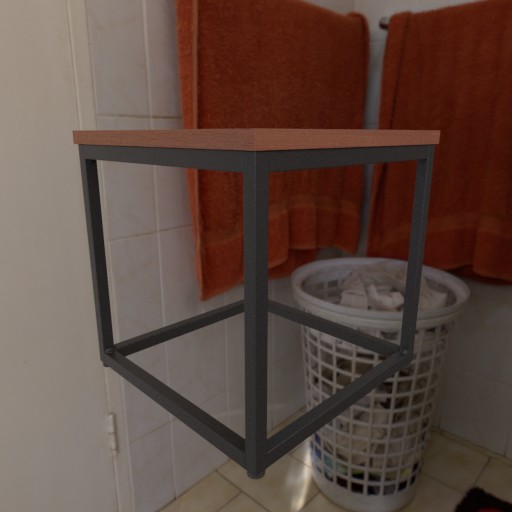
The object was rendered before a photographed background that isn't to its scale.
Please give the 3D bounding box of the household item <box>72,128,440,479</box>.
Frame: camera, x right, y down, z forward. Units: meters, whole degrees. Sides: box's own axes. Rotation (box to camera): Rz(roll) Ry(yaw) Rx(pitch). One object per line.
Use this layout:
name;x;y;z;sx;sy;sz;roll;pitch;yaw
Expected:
household item;0.000;0.000;0.734;0.400;0.400;0.400;-15;21;-43
